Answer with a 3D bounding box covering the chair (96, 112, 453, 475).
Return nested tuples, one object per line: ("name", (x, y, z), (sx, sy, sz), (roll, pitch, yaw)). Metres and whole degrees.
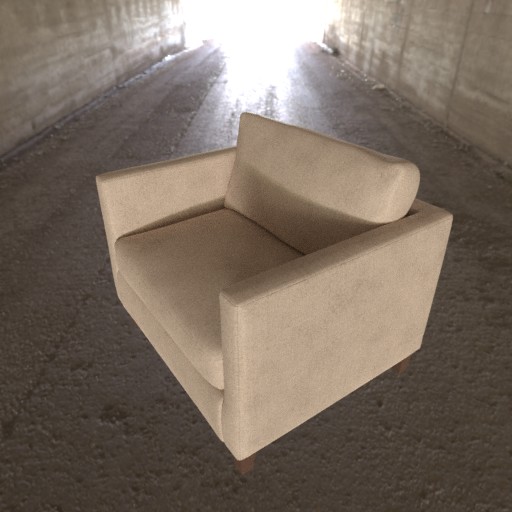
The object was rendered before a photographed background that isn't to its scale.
("chair", (0.000, 0.000, 1.847), (0.959, 0.961, 1.133), (-20, 37, -29))
